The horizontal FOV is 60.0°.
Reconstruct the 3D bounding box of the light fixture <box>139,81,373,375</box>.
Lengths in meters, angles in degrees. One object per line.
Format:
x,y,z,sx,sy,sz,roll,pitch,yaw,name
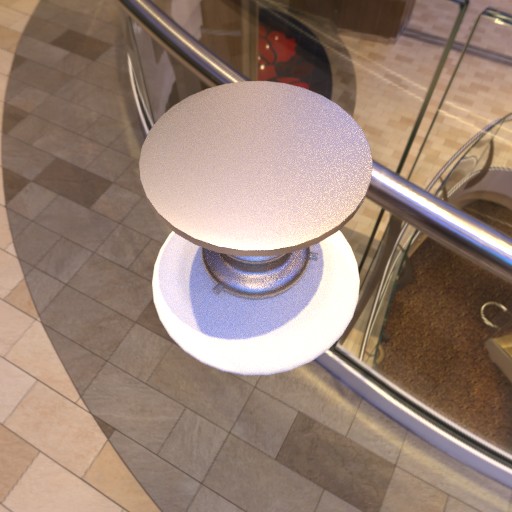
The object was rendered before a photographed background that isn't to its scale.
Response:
0.000,0.000,0.400,0.199,0.254,0.199,0,58,0,light fixture
